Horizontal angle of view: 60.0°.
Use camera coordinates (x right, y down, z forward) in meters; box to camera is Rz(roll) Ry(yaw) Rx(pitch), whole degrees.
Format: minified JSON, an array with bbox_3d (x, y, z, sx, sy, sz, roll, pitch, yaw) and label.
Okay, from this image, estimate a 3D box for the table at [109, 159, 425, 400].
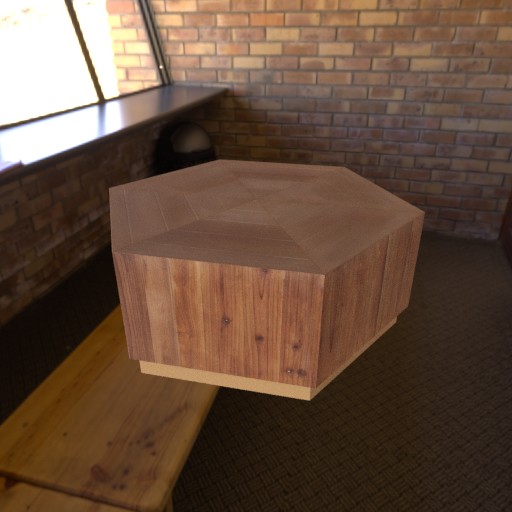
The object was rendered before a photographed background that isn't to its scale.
[{"bbox_3d":[0.000,0.000,1.690,1.000,0.456,1.154,-8,28,-15],"label":"table"}]
